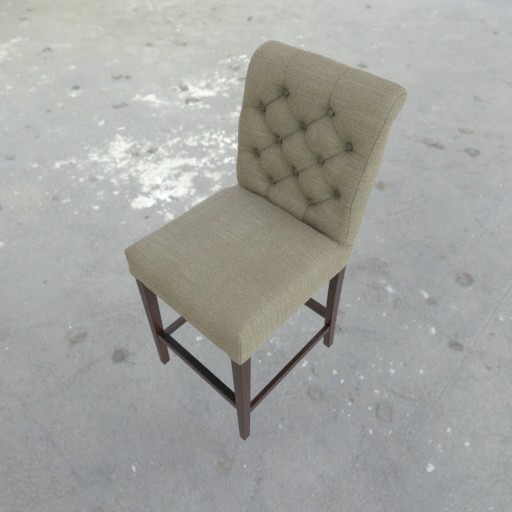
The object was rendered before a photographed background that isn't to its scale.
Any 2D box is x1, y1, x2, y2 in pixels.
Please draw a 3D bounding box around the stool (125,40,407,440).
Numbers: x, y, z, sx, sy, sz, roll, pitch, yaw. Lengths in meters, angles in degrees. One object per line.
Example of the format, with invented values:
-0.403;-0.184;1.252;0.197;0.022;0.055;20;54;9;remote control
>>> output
0.000;0.000;1.436;0.486;1.084;0.660;34;55;28;stool
